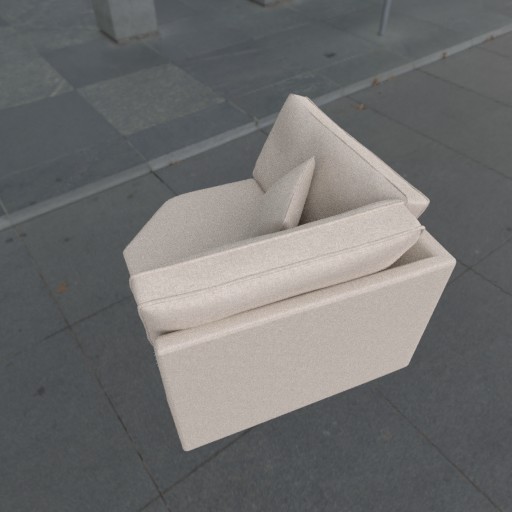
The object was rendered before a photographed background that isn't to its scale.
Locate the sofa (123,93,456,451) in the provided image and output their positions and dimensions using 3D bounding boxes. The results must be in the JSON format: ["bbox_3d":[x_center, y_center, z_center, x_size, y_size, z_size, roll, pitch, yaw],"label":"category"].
[{"bbox_3d":[0.000,0.000,1.882,1.042,0.937,1.050,-16,48,-15],"label":"sofa"}]
